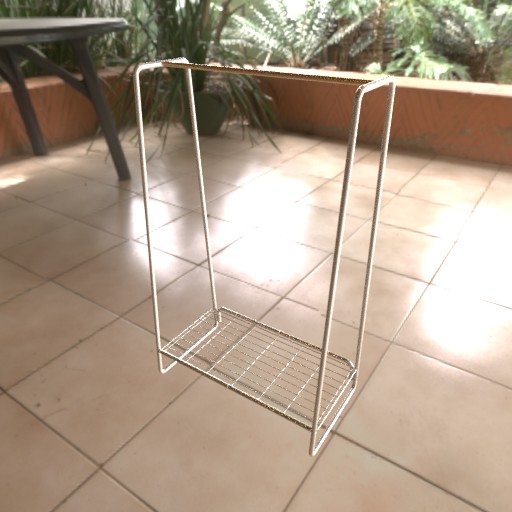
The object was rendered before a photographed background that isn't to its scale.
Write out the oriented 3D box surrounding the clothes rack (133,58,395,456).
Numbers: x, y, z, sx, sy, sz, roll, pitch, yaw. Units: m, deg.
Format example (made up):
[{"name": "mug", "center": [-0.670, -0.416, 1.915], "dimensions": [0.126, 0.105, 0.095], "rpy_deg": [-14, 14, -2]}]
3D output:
[{"name": "clothes rack", "center": [0.000, 0.000, 1.914], "dimensions": [0.900, 1.500, 0.495], "rpy_deg": [18, 35, 29]}]
